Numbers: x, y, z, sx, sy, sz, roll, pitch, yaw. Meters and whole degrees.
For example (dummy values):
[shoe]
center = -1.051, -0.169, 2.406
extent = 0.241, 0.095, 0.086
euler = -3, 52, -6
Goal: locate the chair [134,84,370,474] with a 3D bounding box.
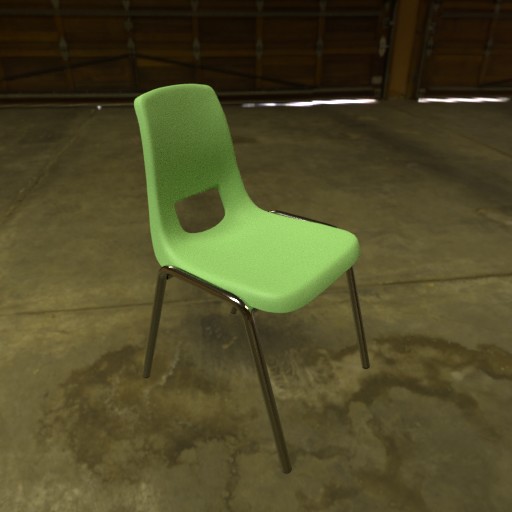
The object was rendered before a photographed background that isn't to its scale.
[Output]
[chair]
center = 0.000, 0.000, 0.941
extent = 0.436, 0.653, 0.381
euler = 19, 33, 32
